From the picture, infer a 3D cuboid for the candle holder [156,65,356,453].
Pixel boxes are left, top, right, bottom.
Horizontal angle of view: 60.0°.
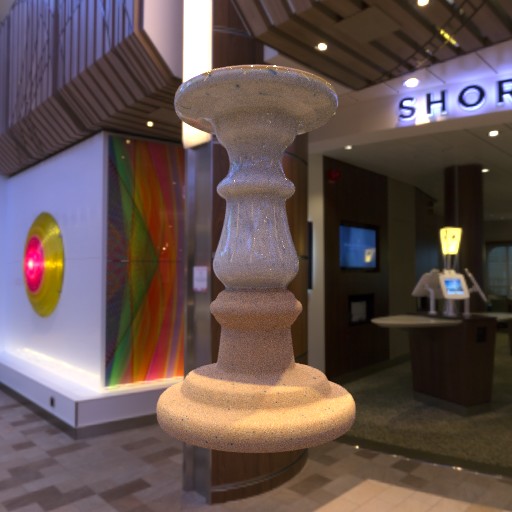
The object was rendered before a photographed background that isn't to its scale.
[{"bbox_3d":[0.000,0.000,0.283,0.123,0.202,0.123,0,-2,0],"label":"candle holder"}]
